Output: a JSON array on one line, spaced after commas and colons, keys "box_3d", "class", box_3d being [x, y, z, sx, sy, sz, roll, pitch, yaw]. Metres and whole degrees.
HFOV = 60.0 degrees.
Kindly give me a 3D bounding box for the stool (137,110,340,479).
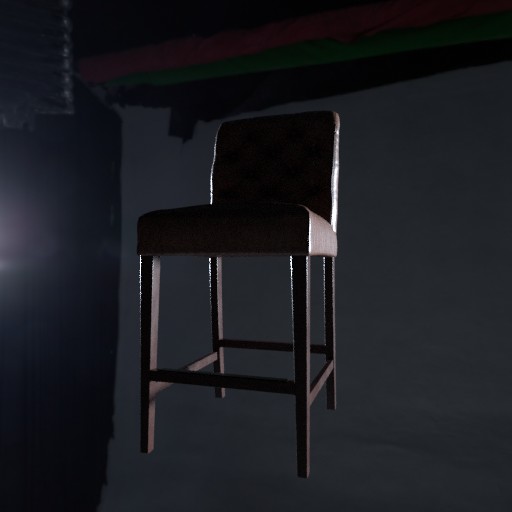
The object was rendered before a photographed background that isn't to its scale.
[{"box_3d": [0.000, 0.000, 1.445, 0.486, 1.084, 0.660, 0, 0, 18], "class": "stool"}]
